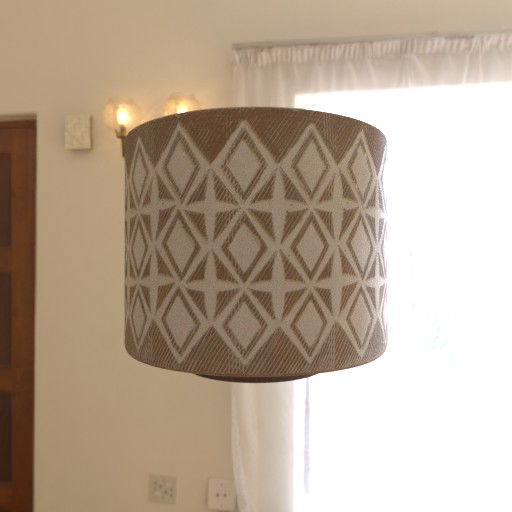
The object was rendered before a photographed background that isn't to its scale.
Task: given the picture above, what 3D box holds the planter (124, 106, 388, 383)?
[{"bbox_3d":[0.000,0.000,0.339,0.193,0.165,0.193,0,0,0],"label":"planter"}]
